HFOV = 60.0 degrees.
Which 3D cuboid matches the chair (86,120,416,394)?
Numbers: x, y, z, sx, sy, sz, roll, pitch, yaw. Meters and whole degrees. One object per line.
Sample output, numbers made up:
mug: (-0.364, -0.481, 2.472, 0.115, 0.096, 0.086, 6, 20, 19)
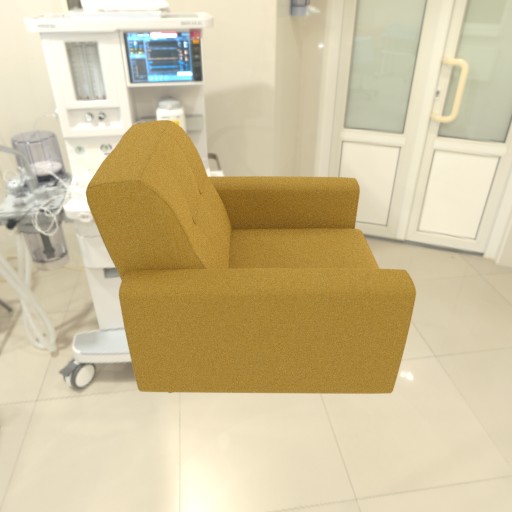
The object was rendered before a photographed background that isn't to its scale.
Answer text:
chair: (0.000, 0.000, 1.603, 0.909, 0.841, 0.831, -1, 32, -1)
